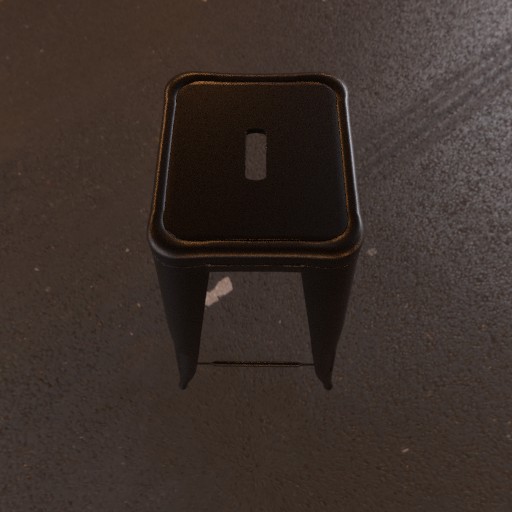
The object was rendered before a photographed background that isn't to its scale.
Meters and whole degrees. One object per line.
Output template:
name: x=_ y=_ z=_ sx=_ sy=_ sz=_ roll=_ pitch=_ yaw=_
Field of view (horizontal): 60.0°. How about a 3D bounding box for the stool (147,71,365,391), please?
stool: x=0.000 y=0.000 z=0.833 sx=0.359 sy=0.609 sz=0.399 roll=0 pitch=65 yaw=0
